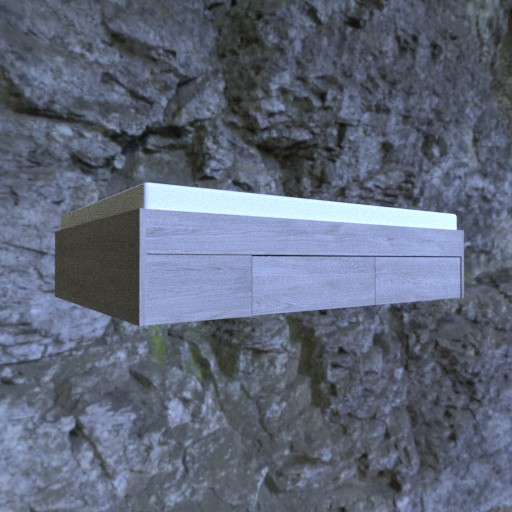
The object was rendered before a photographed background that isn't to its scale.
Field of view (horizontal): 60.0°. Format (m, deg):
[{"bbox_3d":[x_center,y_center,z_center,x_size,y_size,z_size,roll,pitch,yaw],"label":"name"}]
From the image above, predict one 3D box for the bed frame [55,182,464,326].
[{"bbox_3d":[0.000,0.000,2.627,1.944,0.490,1.448,0,-1,-35],"label":"bed frame"}]
